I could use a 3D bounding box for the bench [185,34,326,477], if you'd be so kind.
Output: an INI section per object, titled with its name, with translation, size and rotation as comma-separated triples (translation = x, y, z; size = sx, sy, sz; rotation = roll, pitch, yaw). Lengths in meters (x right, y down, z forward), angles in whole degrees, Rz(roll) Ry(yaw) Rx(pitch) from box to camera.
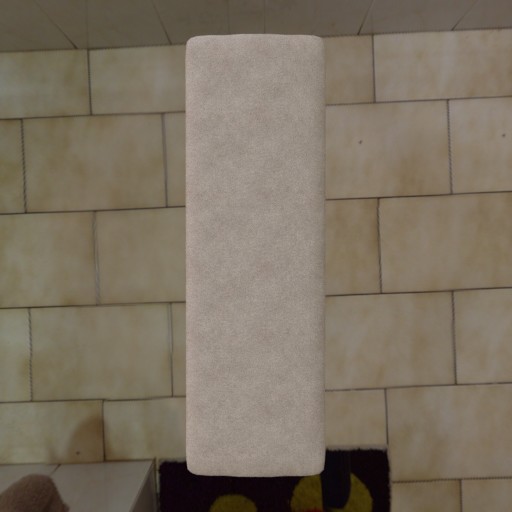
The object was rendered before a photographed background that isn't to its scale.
[bench]
translation = 0.000, 0.000, 1.675
size = 0.470, 0.447, 1.482
rotation = 0, 91, 0
